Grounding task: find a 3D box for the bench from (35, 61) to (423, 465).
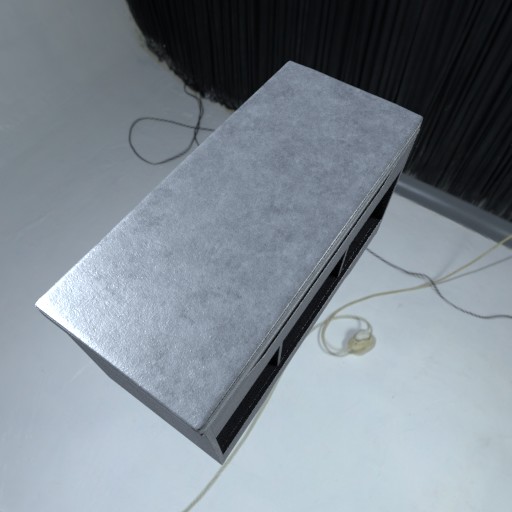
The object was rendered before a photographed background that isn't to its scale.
[{"bbox_3d":[0.000,0.000,1.178,0.401,0.501,0.905,30,63,17],"label":"bench"}]
